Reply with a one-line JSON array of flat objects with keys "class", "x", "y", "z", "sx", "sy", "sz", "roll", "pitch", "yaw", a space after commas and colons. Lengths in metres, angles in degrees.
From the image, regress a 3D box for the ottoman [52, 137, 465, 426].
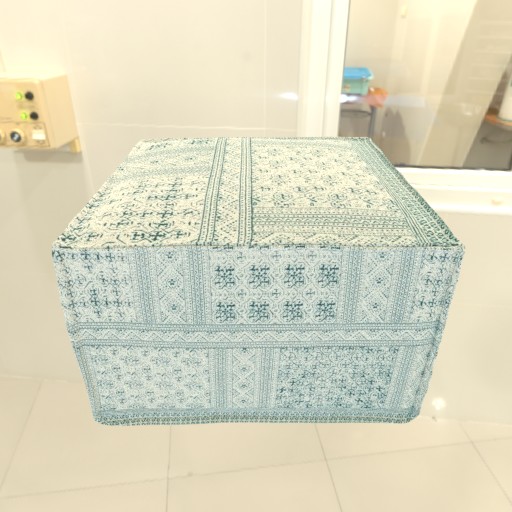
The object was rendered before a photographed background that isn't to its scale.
[{"class": "ottoman", "x": 0.000, "y": 0.000, "z": 1.002, "sx": 0.617, "sy": 0.439, "sz": 0.626, "roll": 0, "pitch": 29, "yaw": -1}]
